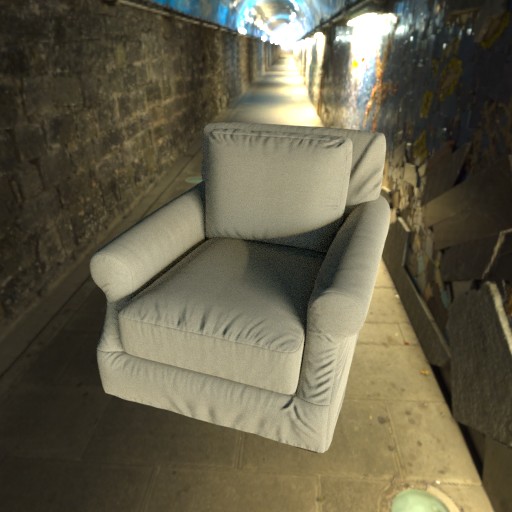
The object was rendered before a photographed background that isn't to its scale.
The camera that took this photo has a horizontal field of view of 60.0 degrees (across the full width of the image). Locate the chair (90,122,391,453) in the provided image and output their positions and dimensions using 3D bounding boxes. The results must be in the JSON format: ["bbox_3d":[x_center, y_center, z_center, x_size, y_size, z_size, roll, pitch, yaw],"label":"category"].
[{"bbox_3d":[0.000,0.000,1.732,0.940,0.866,1.066,9,27,17],"label":"chair"}]
